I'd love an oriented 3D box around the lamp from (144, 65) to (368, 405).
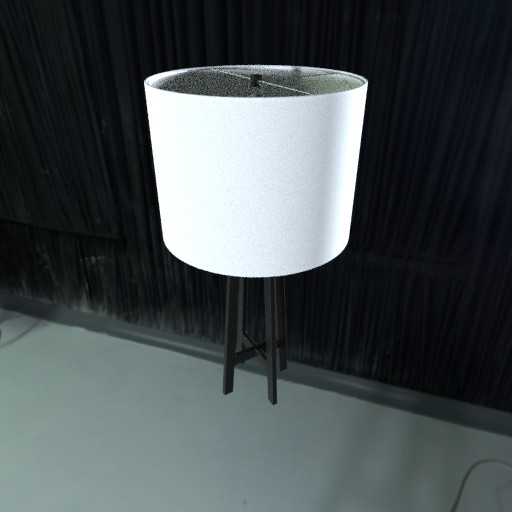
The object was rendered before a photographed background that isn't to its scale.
[{"bbox_3d":[0.000,0.000,0.641,0.257,0.489,0.257,8,30,13],"label":"lamp"}]
